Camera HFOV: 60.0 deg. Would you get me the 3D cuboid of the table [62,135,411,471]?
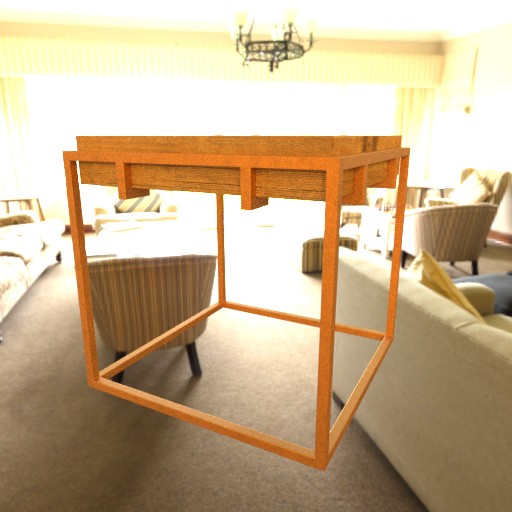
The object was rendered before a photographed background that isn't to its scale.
[{"bbox_3d":[0.000,0.000,1.112,0.599,0.584,0.599,8,17,27],"label":"table"}]
